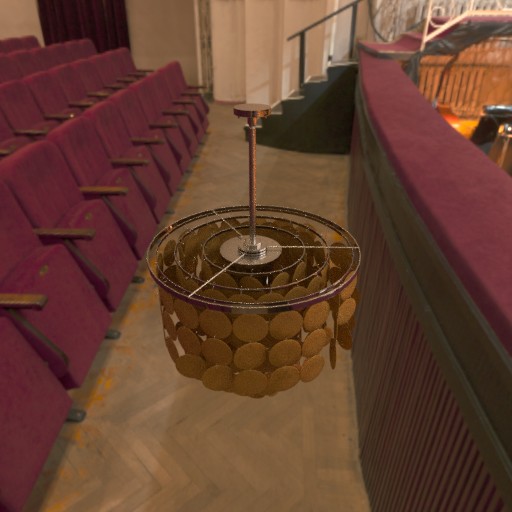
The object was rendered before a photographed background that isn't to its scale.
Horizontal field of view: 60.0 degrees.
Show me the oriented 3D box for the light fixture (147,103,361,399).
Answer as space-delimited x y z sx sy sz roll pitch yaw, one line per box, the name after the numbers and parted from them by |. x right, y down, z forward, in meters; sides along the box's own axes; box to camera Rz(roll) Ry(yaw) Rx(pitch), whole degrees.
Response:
0.000 0.000 0.757 0.368 0.492 0.368 0 29 0 | light fixture
